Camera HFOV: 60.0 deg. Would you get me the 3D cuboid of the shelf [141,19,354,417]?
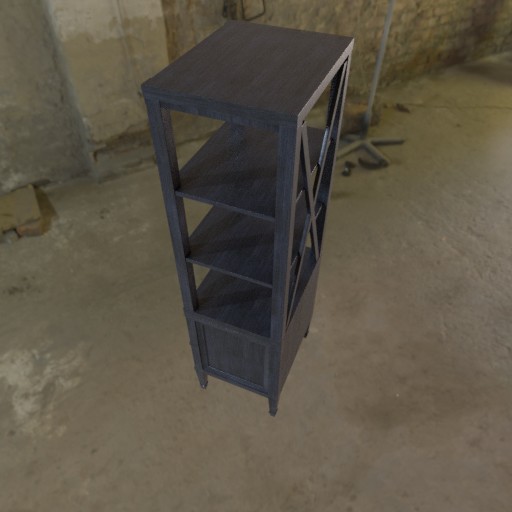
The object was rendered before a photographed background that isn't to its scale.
[{"bbox_3d":[0.000,0.000,1.977,0.472,1.727,0.584,17,48,16],"label":"shelf"}]
